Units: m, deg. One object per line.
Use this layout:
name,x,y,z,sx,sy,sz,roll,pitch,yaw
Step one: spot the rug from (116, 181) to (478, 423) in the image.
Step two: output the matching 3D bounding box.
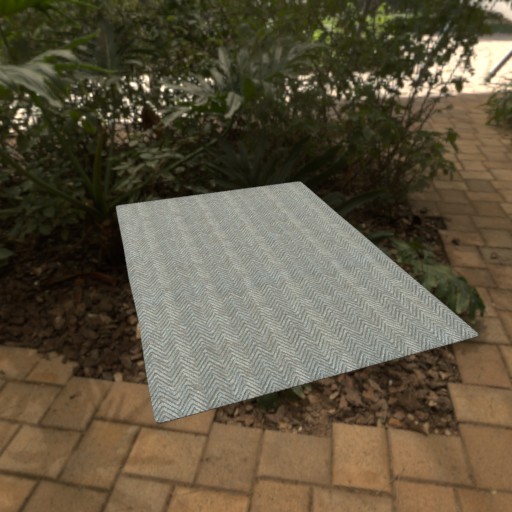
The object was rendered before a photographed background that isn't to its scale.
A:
rug,0.000,0.000,5.177,2.894,0.011,3.957,-10,32,-16
